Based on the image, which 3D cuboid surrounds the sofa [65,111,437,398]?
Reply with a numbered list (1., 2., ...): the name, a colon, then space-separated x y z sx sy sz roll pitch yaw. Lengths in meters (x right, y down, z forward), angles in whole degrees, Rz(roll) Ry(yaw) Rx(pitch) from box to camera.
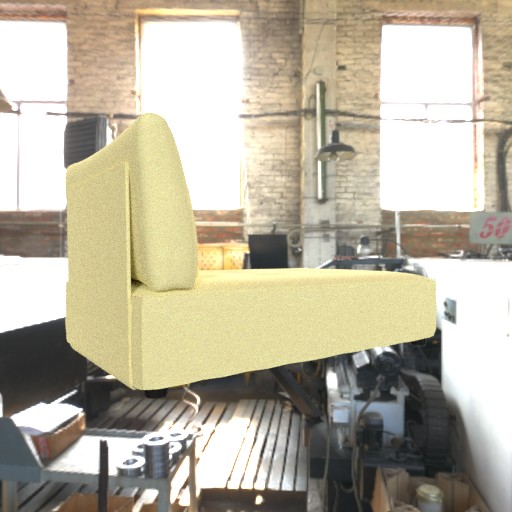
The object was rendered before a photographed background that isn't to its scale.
1. sofa: 0.000 0.000 2.007 1.450 0.820 0.930 0 0 -36
